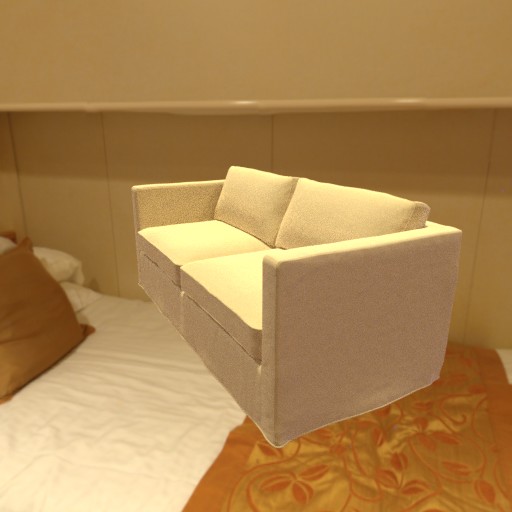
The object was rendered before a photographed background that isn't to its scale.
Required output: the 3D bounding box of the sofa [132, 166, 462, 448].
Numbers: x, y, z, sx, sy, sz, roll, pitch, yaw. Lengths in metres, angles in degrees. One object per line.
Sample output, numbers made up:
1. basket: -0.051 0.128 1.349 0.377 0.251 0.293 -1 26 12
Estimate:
1. sofa: 0.000 0.000 2.545 0.940 0.870 1.987 -9 19 -27
